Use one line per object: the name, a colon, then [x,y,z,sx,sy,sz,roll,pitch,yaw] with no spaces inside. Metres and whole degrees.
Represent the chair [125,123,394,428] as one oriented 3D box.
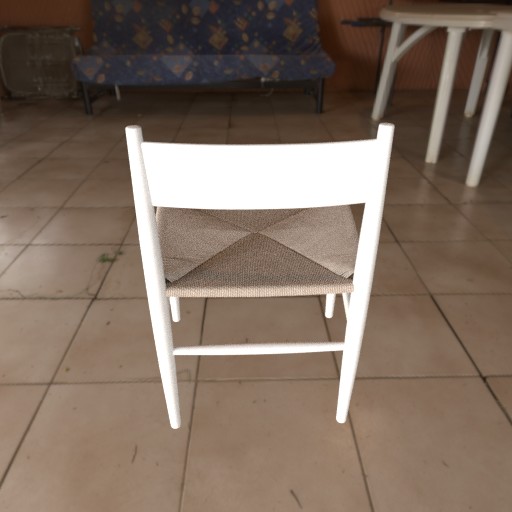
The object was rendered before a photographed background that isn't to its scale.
chair: [0.000,0.000,1.121,0.556,0.762,0.495,-1,30,-2]
